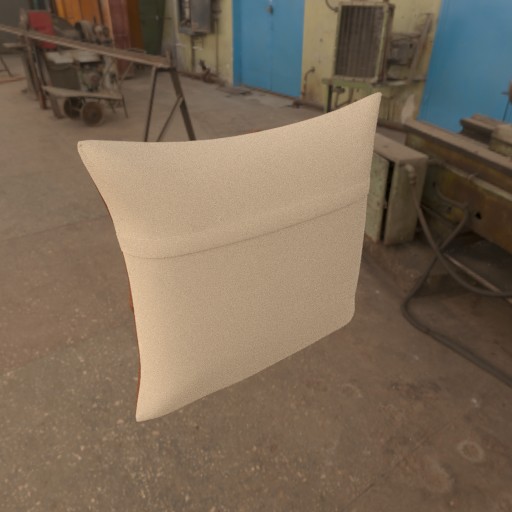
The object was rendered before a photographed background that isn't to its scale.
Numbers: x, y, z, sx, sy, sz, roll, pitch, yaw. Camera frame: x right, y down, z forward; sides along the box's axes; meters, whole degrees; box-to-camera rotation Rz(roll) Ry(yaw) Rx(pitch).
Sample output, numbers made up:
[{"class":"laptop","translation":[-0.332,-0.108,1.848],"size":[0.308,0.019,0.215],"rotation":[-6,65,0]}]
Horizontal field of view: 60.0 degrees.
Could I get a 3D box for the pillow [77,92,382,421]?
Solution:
[{"class":"pillow","translation":[0.000,0.000,0.746],"size":[0.501,0.477,0.192],"rotation":[-19,36,-29]}]
